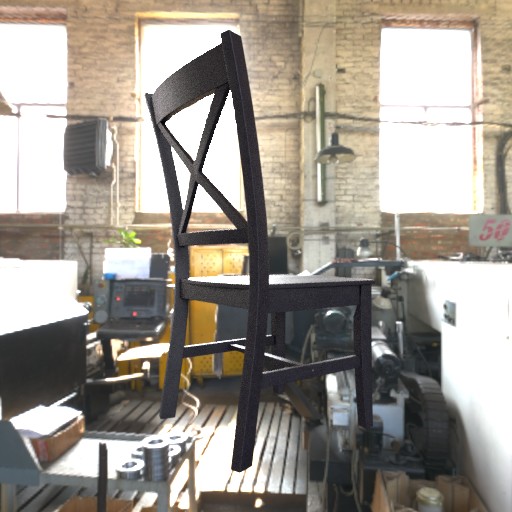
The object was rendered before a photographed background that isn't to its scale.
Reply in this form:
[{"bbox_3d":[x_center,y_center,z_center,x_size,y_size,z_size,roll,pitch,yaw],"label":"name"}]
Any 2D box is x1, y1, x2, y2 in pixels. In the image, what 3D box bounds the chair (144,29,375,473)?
[{"bbox_3d":[0.000,0.000,1.301,0.542,0.983,0.485,0,0,-36],"label":"chair"}]
